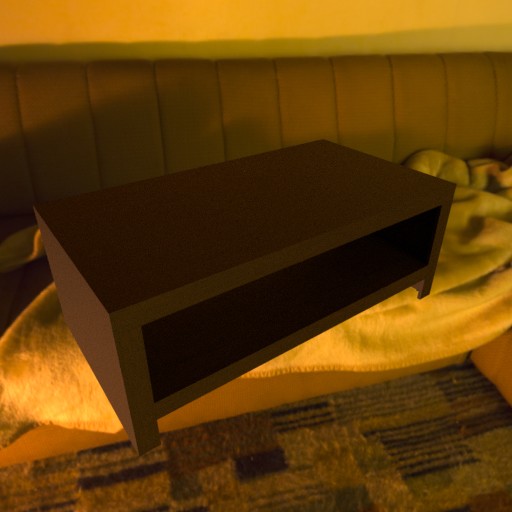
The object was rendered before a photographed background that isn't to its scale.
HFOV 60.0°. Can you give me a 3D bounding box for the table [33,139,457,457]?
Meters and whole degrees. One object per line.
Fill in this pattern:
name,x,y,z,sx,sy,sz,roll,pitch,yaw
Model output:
table,0.000,0.000,1.409,1.099,0.424,0.597,-20,36,-30
